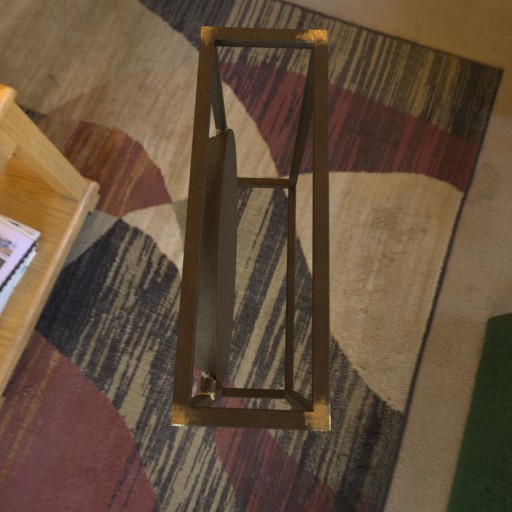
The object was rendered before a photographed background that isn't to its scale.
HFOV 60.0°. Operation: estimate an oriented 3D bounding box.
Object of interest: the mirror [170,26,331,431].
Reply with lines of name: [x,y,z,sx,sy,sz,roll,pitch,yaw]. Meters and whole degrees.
mirror: [0.000,0.000,0.470,0.107,0.303,0.306,2,76,0]
